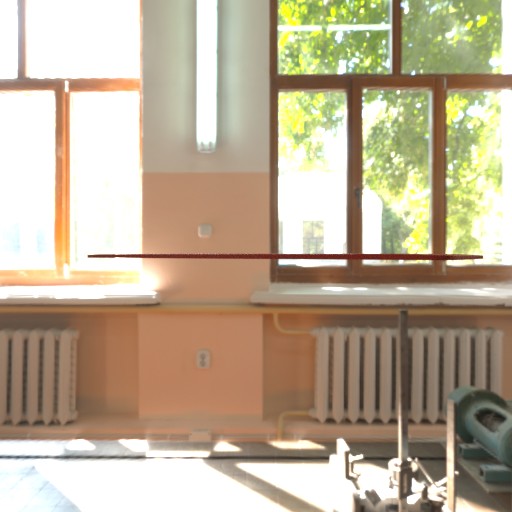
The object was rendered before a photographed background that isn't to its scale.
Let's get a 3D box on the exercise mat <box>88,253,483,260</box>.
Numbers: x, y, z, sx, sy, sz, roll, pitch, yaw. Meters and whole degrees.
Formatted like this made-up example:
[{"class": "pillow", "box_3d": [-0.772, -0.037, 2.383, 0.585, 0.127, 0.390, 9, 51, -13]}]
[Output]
[{"class": "exercise mat", "box_3d": [0.000, 0.000, 2.104, 1.869, 0.021, 0.616, 0, 0, 35]}]
